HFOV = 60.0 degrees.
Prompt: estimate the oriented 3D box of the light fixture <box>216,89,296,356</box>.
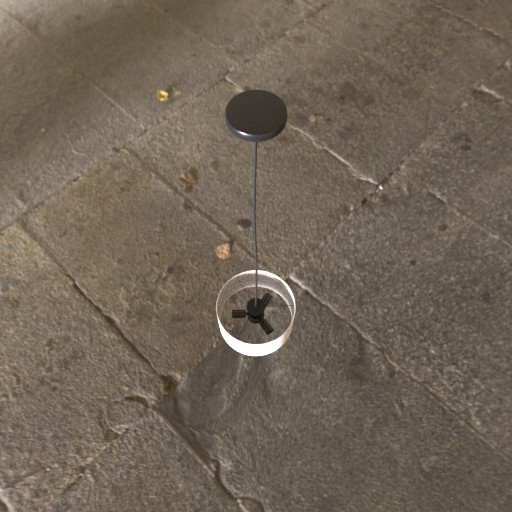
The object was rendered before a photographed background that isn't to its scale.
[{"bbox_3d":[0.000,0.000,1.741,0.399,1.516,0.399,0,63,0],"label":"light fixture"}]
